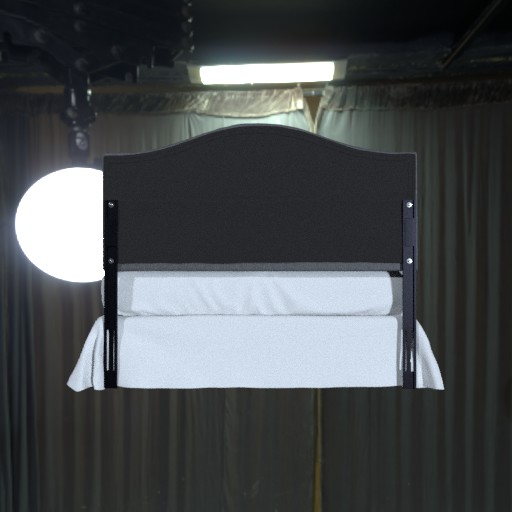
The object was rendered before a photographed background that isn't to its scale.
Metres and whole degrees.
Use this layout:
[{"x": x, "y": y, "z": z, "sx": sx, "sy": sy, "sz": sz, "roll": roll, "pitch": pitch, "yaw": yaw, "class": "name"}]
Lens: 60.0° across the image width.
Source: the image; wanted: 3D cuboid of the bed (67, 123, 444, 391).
[{"x": 0.000, "y": 0.000, "z": 3.777, "sx": 2.314, "sy": 1.651, "sz": 2.219, "roll": 0, "pitch": 0, "yaw": 0, "class": "bed"}]
